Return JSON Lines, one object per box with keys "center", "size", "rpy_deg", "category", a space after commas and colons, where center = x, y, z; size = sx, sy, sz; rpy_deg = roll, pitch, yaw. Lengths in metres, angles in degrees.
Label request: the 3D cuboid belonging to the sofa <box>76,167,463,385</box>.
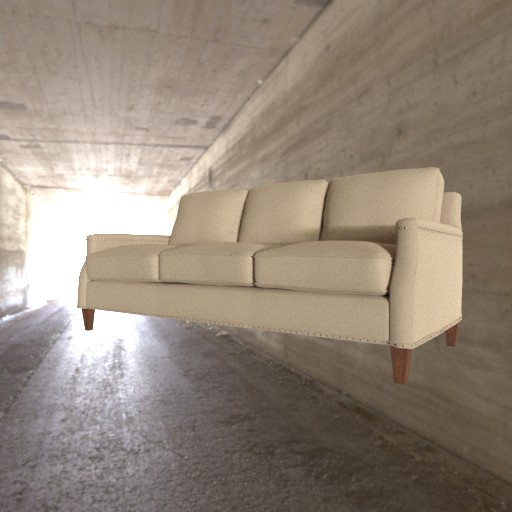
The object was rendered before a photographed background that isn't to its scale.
{"center": [0.000, 0.000, 2.761], "size": [2.246, 1.003, 1.084], "rpy_deg": [0, 0, 36], "category": "sofa"}
